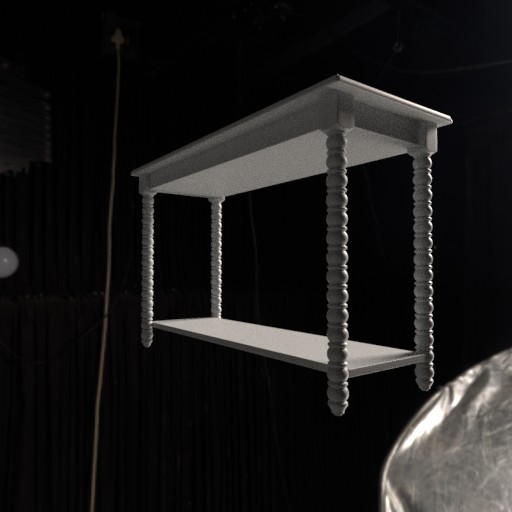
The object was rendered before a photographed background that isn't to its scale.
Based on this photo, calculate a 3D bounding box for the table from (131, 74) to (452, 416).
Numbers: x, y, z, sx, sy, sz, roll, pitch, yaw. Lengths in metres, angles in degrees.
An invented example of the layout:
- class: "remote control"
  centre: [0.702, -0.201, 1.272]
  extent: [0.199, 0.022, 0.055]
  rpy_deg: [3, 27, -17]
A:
- class: "table"
  centre: [0.000, 0.000, 1.531]
  extent: [0.459, 0.740, 1.184]
  rpy_deg: [1, -2, -37]
